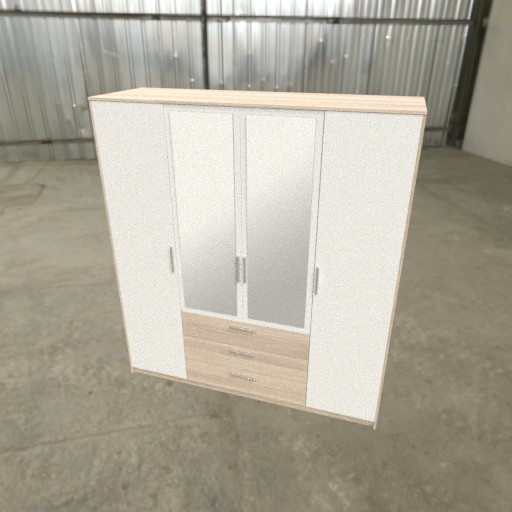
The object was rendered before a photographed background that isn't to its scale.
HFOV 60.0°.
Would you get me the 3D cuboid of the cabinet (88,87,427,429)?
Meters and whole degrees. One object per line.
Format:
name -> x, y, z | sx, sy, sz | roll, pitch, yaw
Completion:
cabinet -> 0.000, 0.000, 3.035 | 1.870, 2.060, 0.620 | 8, 27, 16
